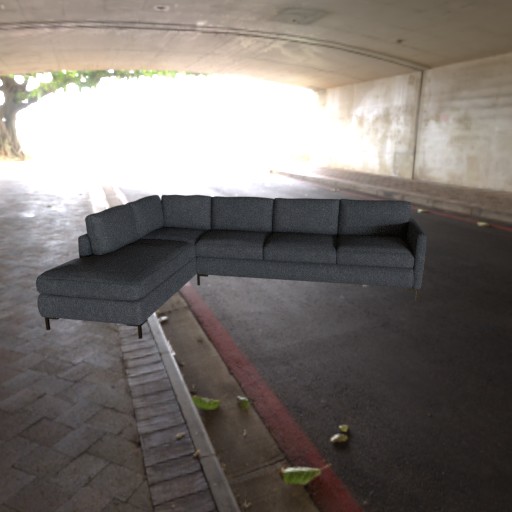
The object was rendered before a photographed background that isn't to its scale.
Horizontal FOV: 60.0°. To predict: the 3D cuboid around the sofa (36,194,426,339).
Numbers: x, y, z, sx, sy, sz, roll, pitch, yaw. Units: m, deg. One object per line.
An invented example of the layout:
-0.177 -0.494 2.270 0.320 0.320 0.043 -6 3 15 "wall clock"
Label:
0.000 0.000 3.908 2.949 0.815 2.007 3 16 11 "sofa"
